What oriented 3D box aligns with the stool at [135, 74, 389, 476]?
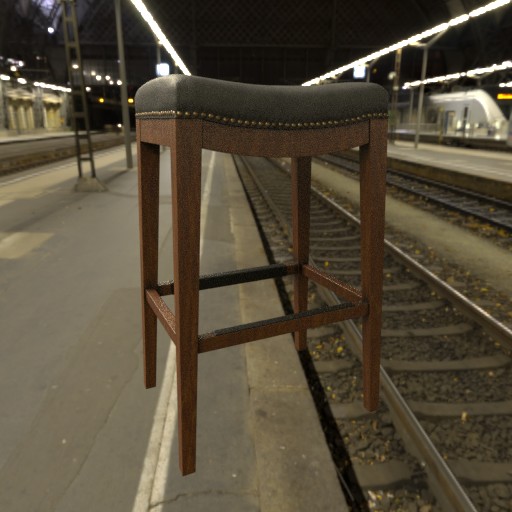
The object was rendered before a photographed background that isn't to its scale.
[{"bbox_3d":[0.000,0.000,1.038,0.500,0.765,0.361,-8,19,-24],"label":"stool"}]
